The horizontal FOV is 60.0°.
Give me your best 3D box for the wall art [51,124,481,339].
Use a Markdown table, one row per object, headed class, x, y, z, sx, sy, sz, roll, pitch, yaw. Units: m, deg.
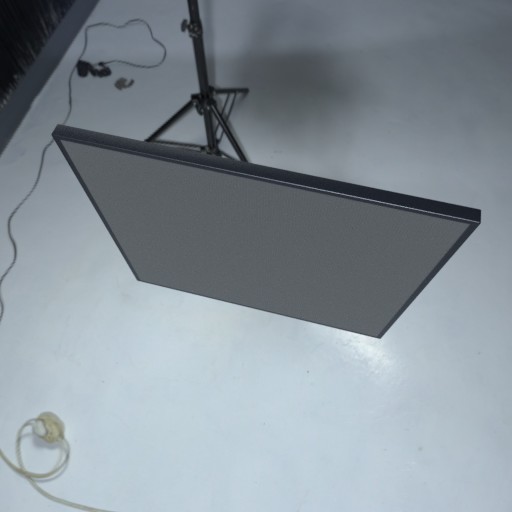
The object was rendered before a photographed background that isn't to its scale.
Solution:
| class | x | y | z | sx | sy | sz | roll | pitch | yaw |
| --- | --- | --- | --- | --- | --- | --- | --- | --- | --- |
| wall art | 0.000 | 0.000 | 0.726 | 0.521 | 0.450 | 0.018 | 13 | 64 | 6 |
